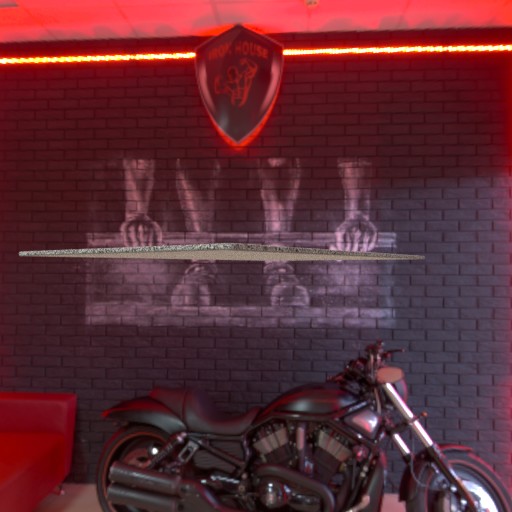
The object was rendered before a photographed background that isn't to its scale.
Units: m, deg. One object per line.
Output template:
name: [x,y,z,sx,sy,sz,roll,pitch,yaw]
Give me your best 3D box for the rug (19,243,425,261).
rug: [0.000,0.000,3.418,1.778,0.030,2.743,-1,-2,36]
